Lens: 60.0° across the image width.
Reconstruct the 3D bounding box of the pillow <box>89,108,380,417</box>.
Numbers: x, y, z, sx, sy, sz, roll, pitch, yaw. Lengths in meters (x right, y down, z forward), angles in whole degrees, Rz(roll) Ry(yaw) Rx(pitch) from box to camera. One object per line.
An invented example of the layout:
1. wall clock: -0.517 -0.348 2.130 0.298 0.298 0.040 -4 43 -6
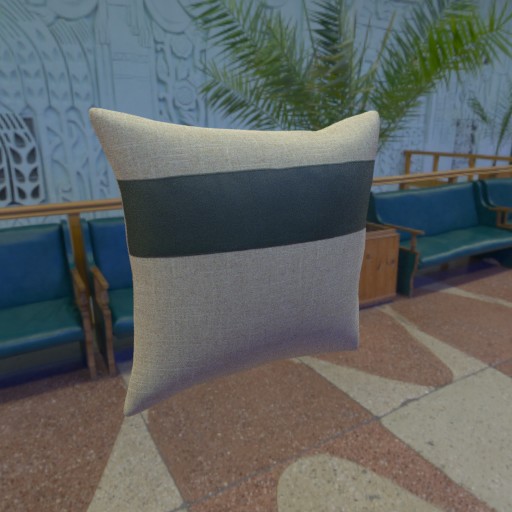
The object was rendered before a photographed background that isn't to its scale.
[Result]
1. pillow: 0.000 0.000 0.634 0.414 0.399 0.173 -9 19 -26
